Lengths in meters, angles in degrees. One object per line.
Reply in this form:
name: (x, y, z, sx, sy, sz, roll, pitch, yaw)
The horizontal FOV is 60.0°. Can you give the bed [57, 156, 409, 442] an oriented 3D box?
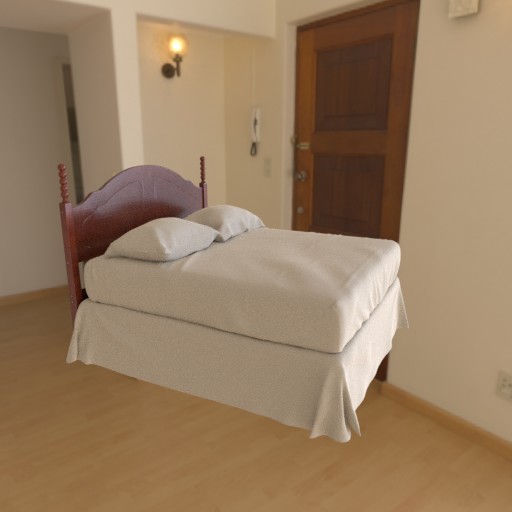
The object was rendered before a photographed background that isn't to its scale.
bed: (0.000, 0.000, 3.252, 2.040, 1.356, 1.873, 7, 16, 26)
